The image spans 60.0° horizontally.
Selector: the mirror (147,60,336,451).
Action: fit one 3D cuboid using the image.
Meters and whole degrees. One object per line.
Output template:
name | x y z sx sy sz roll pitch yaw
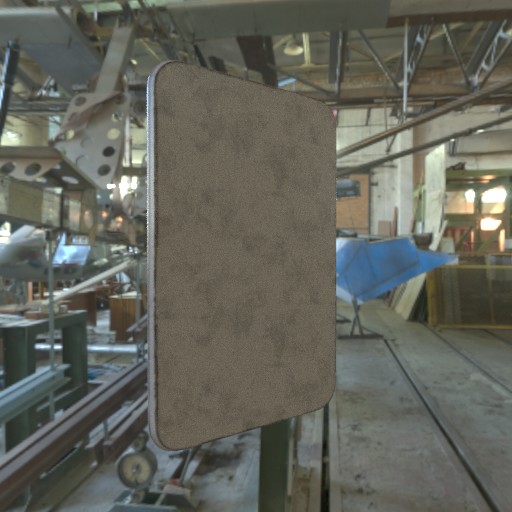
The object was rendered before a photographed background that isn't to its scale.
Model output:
mirror | 0.000 0.000 0.907 0.461 0.713 0.024 -1 1 -36
